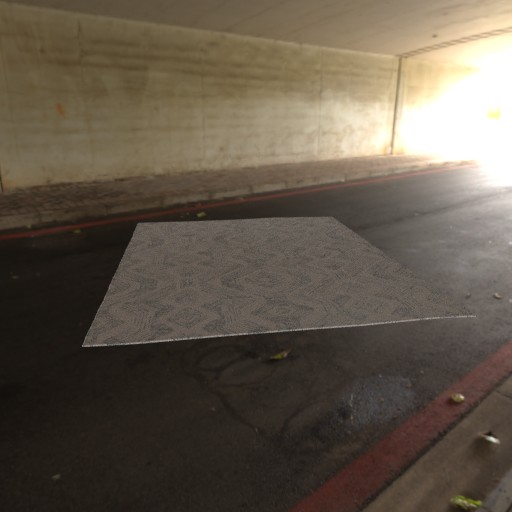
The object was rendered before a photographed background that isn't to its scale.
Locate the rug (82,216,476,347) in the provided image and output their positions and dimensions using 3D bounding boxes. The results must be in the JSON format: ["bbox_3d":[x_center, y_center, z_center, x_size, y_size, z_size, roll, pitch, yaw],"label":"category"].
[{"bbox_3d":[0.000,0.000,4.091,2.430,0.030,3.054,-3,18,-8],"label":"rug"}]
